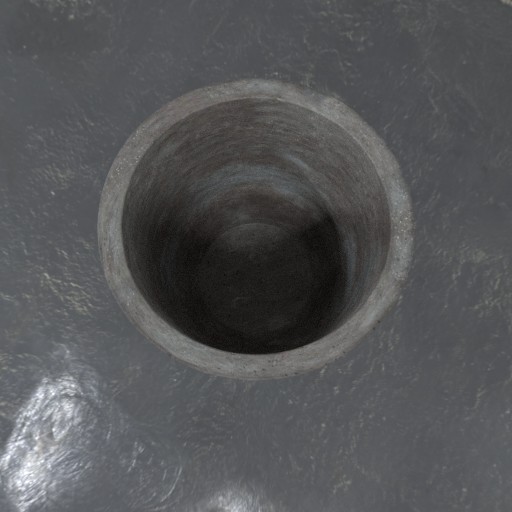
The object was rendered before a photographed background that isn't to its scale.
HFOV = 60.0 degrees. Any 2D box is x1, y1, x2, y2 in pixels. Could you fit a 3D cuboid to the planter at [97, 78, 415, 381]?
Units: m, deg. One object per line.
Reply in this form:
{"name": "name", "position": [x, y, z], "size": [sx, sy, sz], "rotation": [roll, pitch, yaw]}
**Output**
{"name": "planter", "position": [0.000, 0.000, 0.268], "size": [0.142, 0.149, 0.142], "rotation": [0, 76, 0]}
